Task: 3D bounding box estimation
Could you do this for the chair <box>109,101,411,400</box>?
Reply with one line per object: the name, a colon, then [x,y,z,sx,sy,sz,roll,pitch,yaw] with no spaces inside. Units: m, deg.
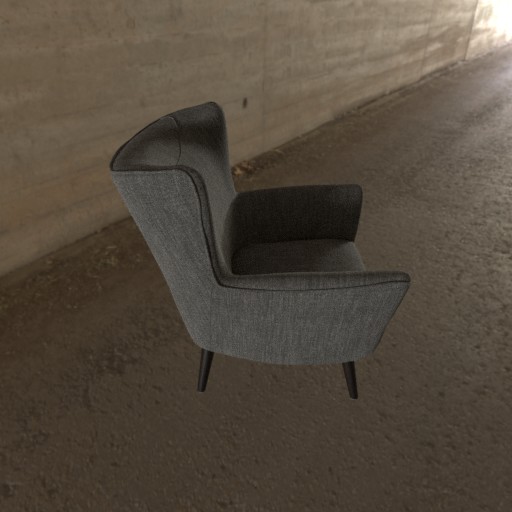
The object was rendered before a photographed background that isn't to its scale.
chair: [0.000,0.000,1.616,0.888,0.933,0.781,0,31,0]
